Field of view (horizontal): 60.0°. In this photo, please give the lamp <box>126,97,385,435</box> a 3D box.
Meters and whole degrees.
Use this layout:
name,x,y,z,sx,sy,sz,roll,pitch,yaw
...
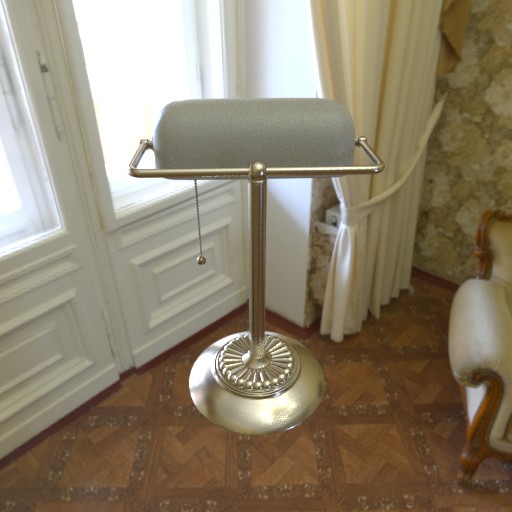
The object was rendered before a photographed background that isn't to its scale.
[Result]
name,x,y,z,sx,sy,sz,roll,pitch,yaw
lamp,0.000,0.000,0.527,0.264,0.339,0.243,-1,32,-2
